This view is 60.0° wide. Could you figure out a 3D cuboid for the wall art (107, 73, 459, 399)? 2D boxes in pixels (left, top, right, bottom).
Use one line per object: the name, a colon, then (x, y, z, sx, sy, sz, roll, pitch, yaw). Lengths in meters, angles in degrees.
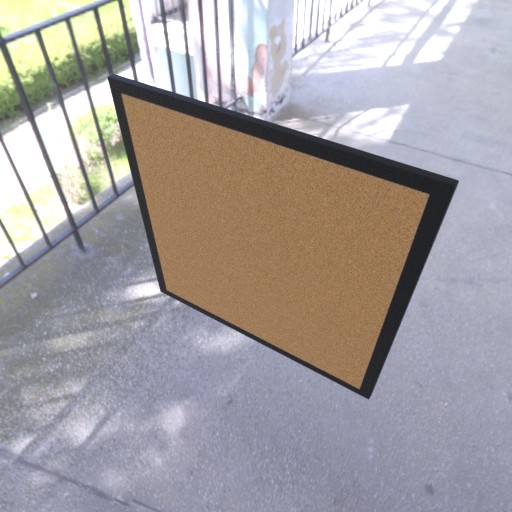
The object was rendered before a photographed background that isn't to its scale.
wall art: (0.000, 0.000, 0.978, 0.663, 0.659, 0.016, 24, 51, 21)
